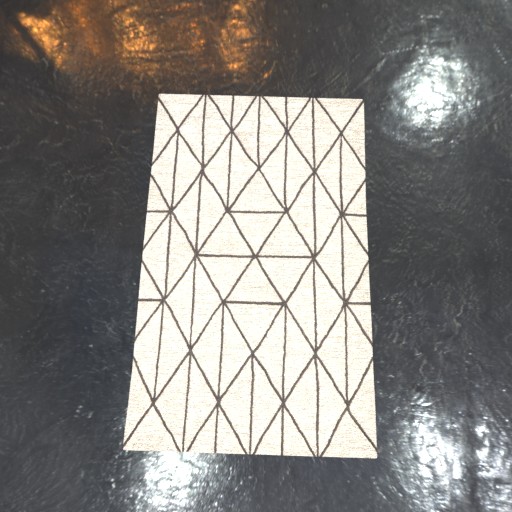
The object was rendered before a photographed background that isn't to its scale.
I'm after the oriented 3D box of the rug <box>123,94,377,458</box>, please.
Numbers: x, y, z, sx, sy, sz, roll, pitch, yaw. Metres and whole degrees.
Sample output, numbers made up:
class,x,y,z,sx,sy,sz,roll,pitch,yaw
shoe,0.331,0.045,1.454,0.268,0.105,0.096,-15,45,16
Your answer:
class,x,y,z,sx,sy,sz,roll,pitch,yaw
rug,0.000,0.000,2.983,1.526,0.008,2.465,2,75,0
